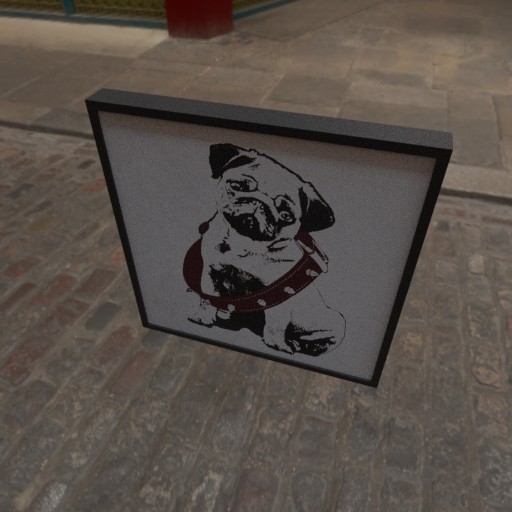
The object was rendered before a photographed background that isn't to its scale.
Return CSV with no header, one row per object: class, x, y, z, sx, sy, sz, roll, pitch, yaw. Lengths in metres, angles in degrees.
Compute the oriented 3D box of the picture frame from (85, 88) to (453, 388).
picture frame,0.000,0.000,0.481,0.317,0.317,0.030,12,42,13
